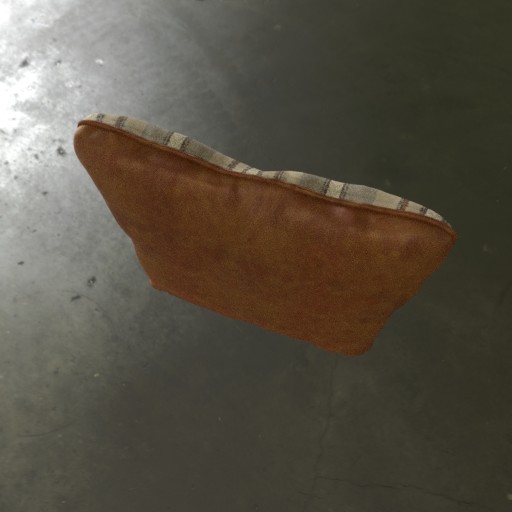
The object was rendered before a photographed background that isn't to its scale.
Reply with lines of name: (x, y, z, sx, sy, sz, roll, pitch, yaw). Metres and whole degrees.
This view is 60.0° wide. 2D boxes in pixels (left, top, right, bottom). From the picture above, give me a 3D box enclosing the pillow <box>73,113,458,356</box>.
pillow: (0.000, 0.000, 0.731, 0.489, 0.490, 0.130, 18, 65, 9)
